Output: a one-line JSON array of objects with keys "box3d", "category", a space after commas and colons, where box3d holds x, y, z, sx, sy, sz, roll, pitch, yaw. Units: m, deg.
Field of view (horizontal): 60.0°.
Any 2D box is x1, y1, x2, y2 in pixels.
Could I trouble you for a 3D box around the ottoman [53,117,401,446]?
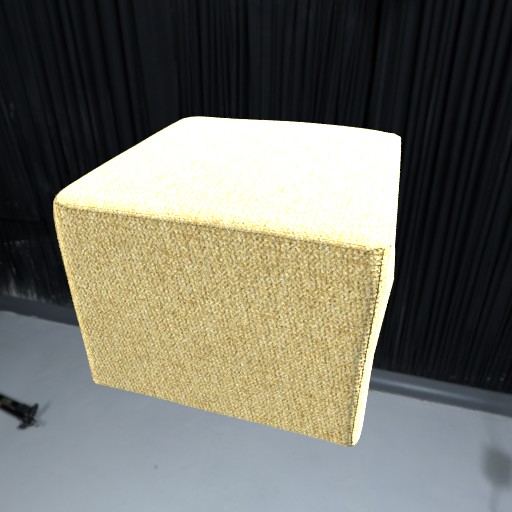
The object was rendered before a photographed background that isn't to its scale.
[{"box3d": [0.000, 0.000, 0.891, 0.505, 0.441, 0.512, 9, 33, 14], "category": "ottoman"}]
